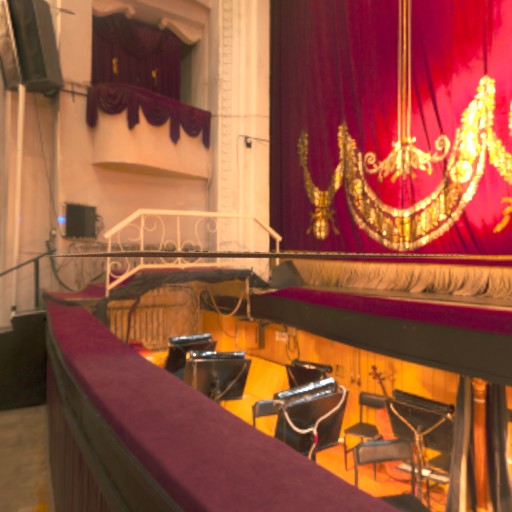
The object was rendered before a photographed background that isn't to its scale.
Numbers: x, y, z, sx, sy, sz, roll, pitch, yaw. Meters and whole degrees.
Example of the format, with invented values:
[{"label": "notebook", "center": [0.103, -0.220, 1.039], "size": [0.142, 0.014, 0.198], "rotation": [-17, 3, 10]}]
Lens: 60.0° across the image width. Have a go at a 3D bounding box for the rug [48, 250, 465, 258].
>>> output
[{"label": "rug", "center": [0.000, 0.000, 2.013], "size": [1.556, 0.006, 1.146], "rotation": [1, -1, -36]}]
